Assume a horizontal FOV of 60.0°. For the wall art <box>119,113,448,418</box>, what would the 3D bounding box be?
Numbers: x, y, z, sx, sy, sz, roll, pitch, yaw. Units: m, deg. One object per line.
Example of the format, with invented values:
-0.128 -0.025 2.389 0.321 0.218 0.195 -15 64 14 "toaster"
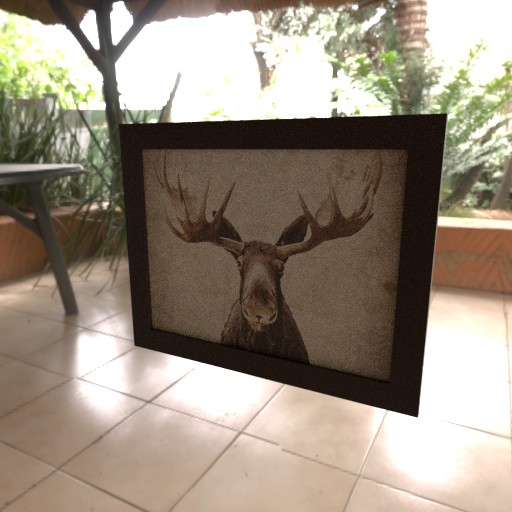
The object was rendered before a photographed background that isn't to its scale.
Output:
0.000 0.000 1.619 1.207 0.952 0.034 7 15 26 "wall art"
